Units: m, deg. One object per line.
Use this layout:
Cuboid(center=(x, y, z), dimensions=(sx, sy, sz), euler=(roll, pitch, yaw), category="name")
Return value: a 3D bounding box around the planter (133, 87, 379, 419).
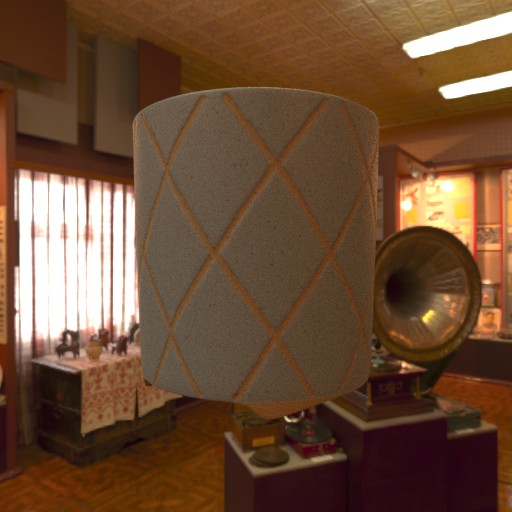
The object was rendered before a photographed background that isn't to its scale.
Cuboid(center=(0.000, 0.000, 0.355), dimensions=(0.191, 0.200, 0.191), euler=(0, 0, 0), category="planter")
